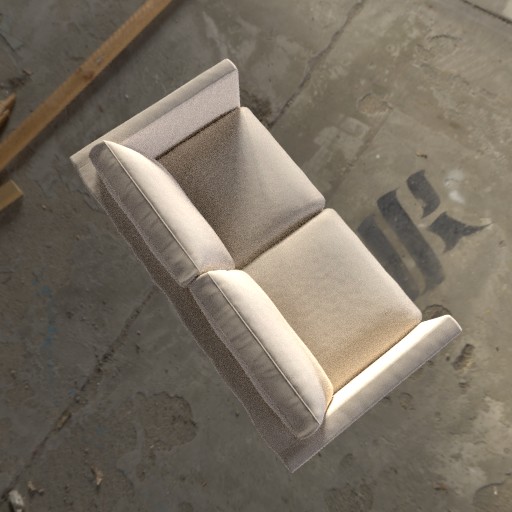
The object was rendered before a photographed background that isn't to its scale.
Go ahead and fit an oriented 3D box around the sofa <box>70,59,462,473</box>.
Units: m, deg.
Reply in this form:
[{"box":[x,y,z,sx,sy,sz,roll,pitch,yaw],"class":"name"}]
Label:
[{"box":[0.000,0.000,2.264,0.962,0.834,1.746,-36,78,-9],"class":"sofa"}]
